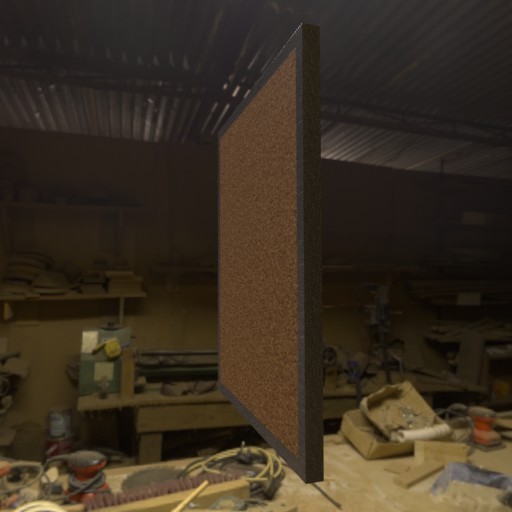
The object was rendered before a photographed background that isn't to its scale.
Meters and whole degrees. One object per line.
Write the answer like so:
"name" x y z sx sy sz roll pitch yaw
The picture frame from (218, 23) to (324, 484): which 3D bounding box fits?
"picture frame" 0.000 0.000 0.756 0.029 0.559 0.454 1 -2 -18
